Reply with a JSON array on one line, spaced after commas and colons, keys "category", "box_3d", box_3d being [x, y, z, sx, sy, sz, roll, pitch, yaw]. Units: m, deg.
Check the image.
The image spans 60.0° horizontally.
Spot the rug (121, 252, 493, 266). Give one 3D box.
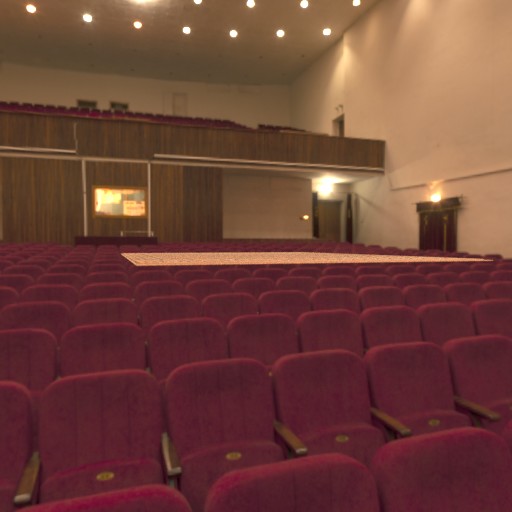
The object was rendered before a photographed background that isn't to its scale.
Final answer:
[{"category": "rug", "box_3d": [0.000, 0.000, 2.031, 1.146, 0.006, 1.556, 0, 1, -18]}]
